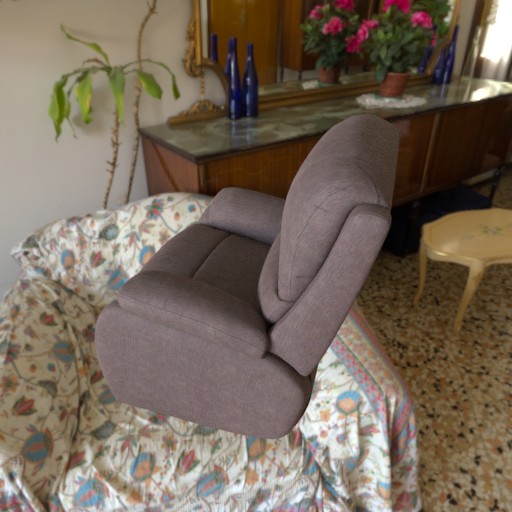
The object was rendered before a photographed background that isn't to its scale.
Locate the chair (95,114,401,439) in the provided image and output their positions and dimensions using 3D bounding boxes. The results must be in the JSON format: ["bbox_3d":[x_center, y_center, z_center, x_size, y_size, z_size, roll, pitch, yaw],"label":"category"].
[{"bbox_3d":[0.000,0.000,1.653,0.899,1.011,0.930,9,31,15],"label":"chair"}]
